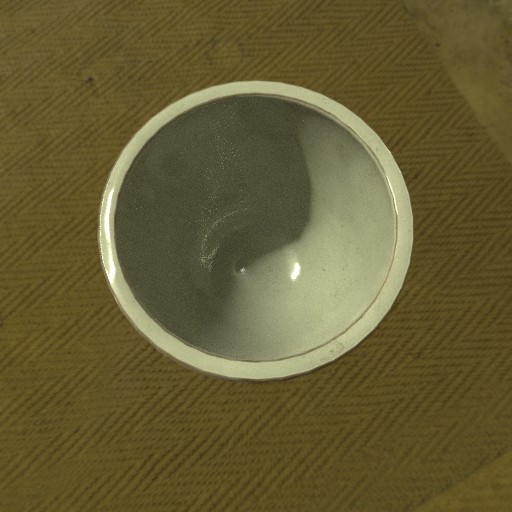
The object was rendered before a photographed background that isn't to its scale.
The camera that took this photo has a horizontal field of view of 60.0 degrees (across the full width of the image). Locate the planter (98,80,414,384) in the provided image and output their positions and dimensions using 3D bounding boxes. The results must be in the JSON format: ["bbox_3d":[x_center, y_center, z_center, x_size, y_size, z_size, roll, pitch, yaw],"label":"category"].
[{"bbox_3d":[0.000,0.000,0.362,0.197,0.191,0.197,0,75,0],"label":"planter"}]
